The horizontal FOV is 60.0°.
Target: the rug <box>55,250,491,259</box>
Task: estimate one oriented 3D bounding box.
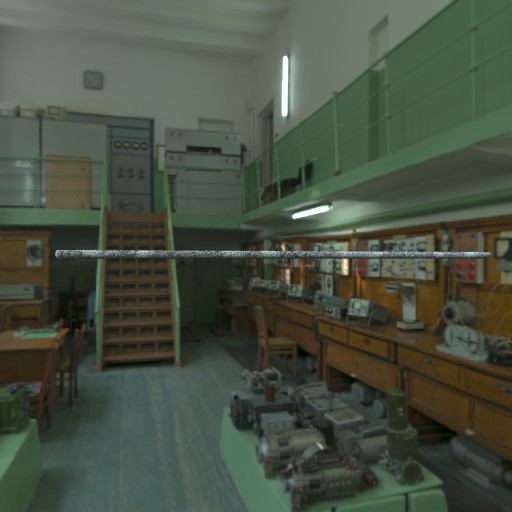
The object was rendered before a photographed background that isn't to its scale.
[{"bbox_3d":[0.000,0.000,2.089,1.600,0.025,1.200,0,0,-18],"label":"rug"}]
